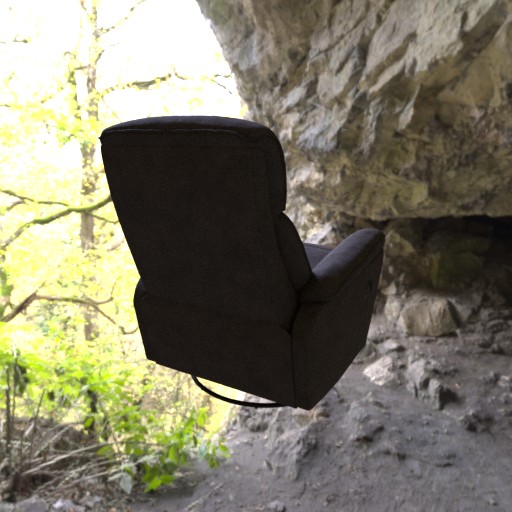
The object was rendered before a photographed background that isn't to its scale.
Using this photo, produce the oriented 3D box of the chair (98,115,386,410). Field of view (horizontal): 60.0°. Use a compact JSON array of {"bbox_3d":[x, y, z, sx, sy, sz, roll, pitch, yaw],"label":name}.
[{"bbox_3d":[0.000,0.000,1.749,0.830,1.036,1.009,9,18,28],"label":"chair"}]
